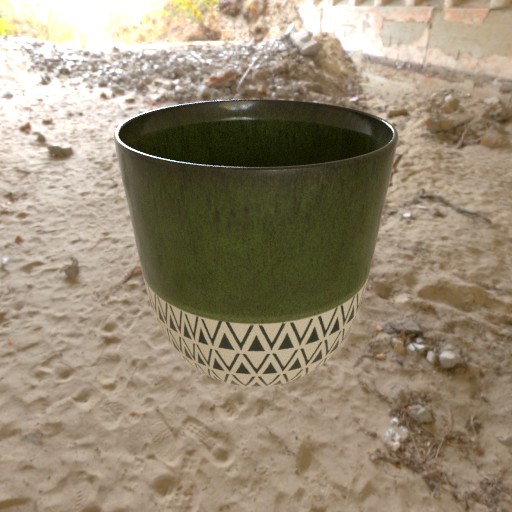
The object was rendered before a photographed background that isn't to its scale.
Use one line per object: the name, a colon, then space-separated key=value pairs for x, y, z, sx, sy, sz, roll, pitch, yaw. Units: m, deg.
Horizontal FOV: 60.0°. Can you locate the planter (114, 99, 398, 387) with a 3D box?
planter: x=0.000 y=0.000 z=0.462 sx=0.245 sy=0.270 sz=0.245 roll=0 pitch=30 yaw=0
